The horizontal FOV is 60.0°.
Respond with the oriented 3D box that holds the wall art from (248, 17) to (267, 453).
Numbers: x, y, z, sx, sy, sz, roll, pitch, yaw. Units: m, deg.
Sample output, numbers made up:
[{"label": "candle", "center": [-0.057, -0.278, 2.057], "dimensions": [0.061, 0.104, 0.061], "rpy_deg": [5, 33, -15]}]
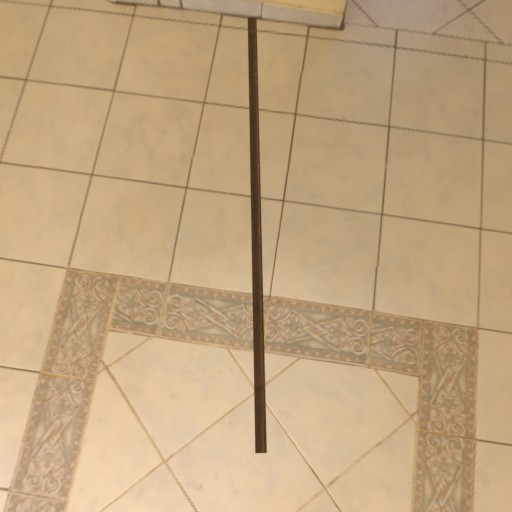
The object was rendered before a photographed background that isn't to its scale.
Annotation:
[{"label": "wall art", "center": [0.000, 0.000, 1.428], "dimensions": [0.023, 0.875, 1.033], "rpy_deg": [-1, 75, 0]}]
